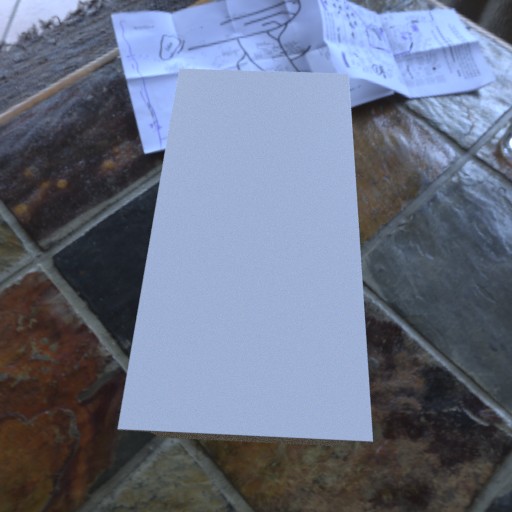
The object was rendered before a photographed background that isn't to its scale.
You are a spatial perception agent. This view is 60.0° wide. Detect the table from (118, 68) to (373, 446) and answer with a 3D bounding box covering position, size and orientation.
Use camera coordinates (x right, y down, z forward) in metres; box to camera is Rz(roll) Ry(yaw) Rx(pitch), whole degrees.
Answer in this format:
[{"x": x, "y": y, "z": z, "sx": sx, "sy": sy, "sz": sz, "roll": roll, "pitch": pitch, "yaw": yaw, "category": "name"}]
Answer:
[{"x": 0.000, "y": 0.000, "z": 1.283, "sx": 0.500, "sy": 0.441, "sz": 1.000, "roll": 2, "pitch": 64, "yaw": 1, "category": "table"}]
